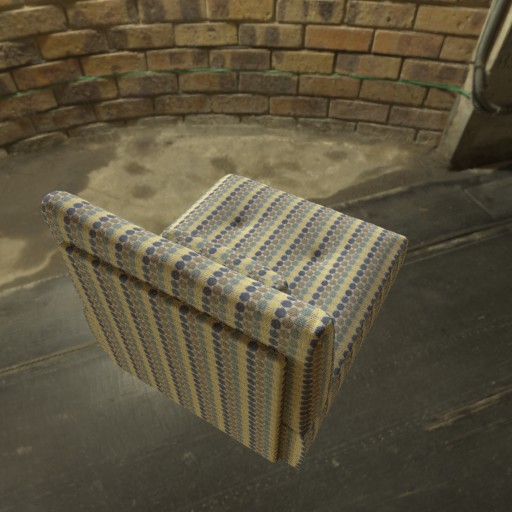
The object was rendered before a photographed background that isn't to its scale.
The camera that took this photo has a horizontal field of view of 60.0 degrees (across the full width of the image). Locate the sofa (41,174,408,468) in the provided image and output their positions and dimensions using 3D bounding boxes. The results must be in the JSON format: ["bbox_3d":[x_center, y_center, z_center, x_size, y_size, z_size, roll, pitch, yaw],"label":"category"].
[{"bbox_3d":[0.000,0.000,1.663,0.930,0.830,1.000,24,51,21],"label":"sofa"}]
